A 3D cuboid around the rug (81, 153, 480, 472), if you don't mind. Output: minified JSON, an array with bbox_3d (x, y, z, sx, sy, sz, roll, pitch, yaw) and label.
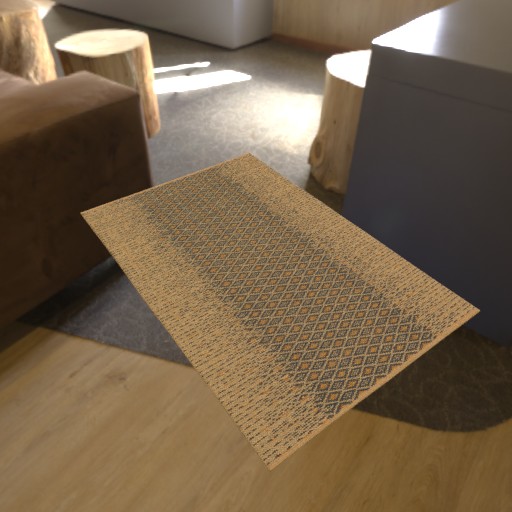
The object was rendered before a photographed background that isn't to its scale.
[{"bbox_3d":[0.000,0.000,2.320,1.219,0.005,1.828,-26,48,-26],"label":"rug"}]
